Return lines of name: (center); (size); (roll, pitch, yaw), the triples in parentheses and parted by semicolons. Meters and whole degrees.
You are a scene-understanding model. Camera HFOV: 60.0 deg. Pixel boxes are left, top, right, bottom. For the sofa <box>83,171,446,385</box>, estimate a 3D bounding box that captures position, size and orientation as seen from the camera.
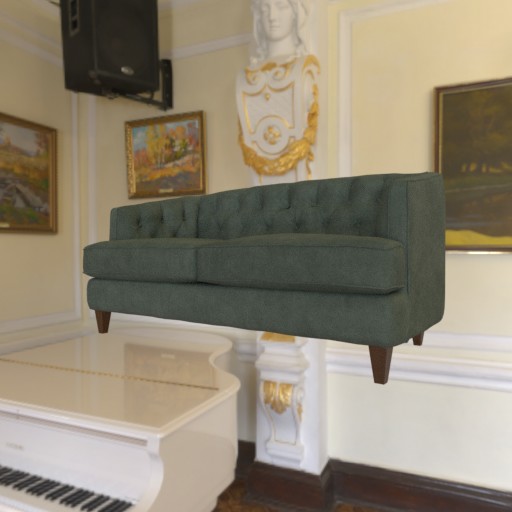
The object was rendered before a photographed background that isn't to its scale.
sofa: (0.000, 0.000, 2.266); (1.733, 0.855, 0.941); (0, 1, 36)
